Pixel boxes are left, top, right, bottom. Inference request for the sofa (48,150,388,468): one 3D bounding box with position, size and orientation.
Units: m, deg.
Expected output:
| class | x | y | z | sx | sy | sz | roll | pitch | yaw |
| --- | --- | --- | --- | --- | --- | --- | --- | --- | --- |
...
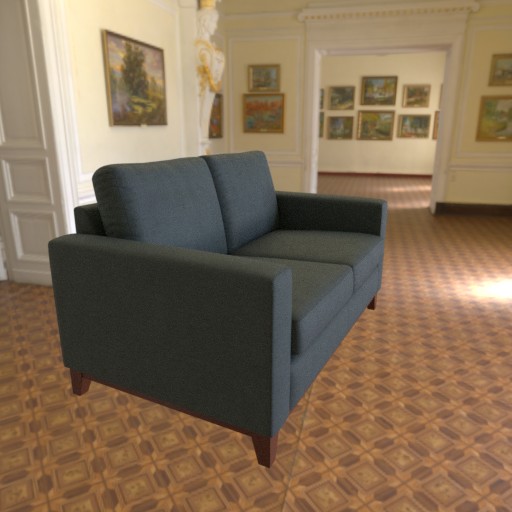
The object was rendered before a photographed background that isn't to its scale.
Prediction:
| class | x | y | z | sx | sy | sz | roll | pitch | yaw |
| --- | --- | --- | --- | --- | --- | --- | --- | --- | --- |
| sofa | 0.000 | 0.000 | 2.072 | 0.955 | 0.903 | 1.489 | 8 | 18 | 26 |
